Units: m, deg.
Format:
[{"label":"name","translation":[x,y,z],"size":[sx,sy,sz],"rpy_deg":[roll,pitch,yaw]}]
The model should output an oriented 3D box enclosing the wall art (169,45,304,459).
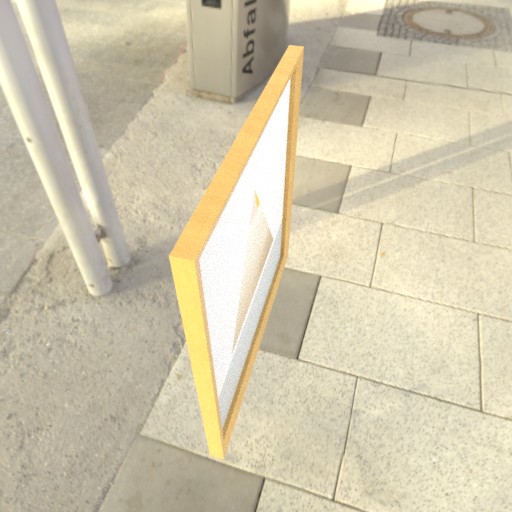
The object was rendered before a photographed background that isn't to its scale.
[{"label":"wall art","translation":[0.000,0.000,2.891],"size":[0.097,1.936,1.935],"rpy_deg":[11,48,11]}]
